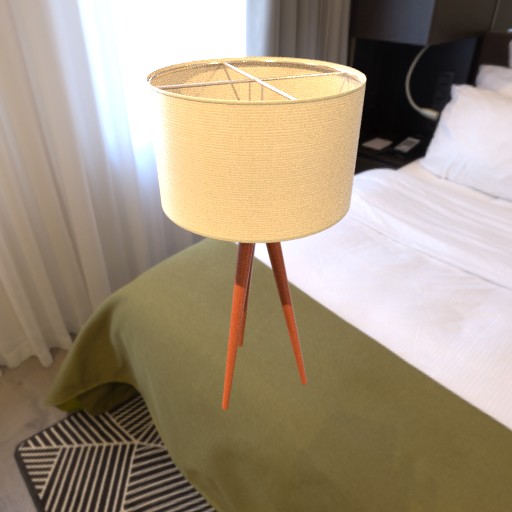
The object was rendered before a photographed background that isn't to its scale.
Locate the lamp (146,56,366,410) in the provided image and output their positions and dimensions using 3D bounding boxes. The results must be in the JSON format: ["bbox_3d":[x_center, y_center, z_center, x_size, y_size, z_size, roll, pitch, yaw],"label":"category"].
[{"bbox_3d":[0.000,0.000,0.919,0.354,0.709,0.355,10,34,15],"label":"lamp"}]
